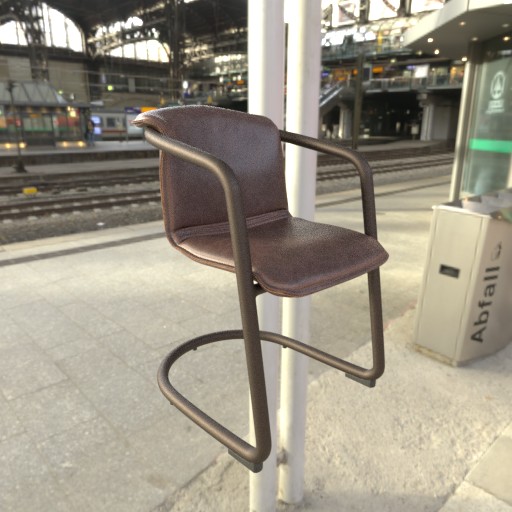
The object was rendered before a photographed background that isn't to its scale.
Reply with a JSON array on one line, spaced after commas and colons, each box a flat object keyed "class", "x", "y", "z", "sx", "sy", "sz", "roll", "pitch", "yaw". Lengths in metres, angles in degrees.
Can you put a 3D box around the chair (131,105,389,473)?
[{"class": "chair", "x": 0.000, "y": 0.000, "z": 1.271, "sx": 0.536, "sy": 0.836, "sz": 0.664, "roll": -15, "pitch": 22, "yaw": -42}]
